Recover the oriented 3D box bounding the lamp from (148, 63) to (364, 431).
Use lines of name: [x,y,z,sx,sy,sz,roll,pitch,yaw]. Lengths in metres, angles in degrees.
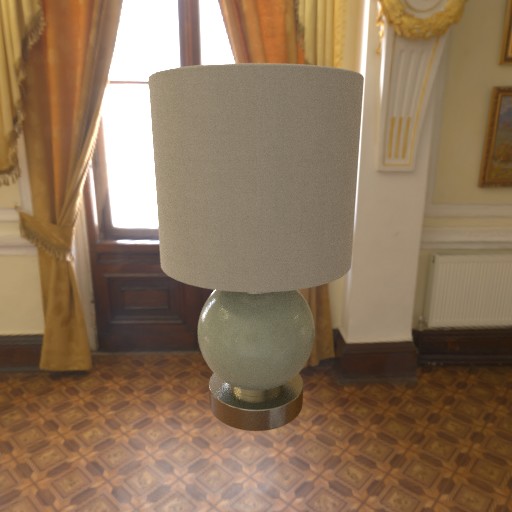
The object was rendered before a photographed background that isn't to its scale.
lamp: [0.000,0.000,0.471,0.201,0.353,0.201,3,16,10]
